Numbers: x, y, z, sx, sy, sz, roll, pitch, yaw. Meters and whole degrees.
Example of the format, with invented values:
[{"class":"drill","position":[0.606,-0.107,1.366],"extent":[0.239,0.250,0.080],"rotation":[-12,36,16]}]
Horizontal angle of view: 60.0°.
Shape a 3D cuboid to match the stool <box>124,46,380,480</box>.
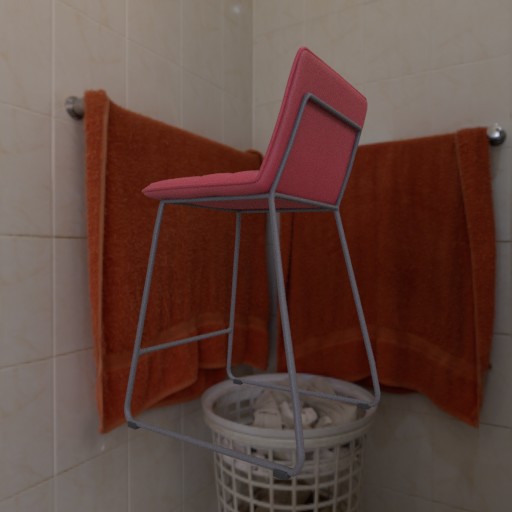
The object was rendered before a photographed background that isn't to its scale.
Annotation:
[{"class":"stool","position":[0.000,0.000,1.184],"extent":[0.524,0.866,0.489],"rotation":[0,0,33]}]
